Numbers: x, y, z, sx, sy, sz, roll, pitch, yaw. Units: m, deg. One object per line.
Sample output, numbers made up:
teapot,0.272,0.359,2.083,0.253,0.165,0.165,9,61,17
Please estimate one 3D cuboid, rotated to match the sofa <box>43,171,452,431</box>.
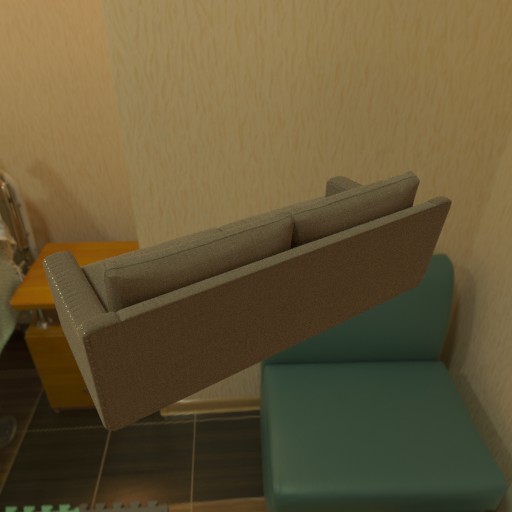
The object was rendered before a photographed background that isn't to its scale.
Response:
sofa,0.000,0.000,2.670,2.208,0.857,1.000,-19,37,-28
